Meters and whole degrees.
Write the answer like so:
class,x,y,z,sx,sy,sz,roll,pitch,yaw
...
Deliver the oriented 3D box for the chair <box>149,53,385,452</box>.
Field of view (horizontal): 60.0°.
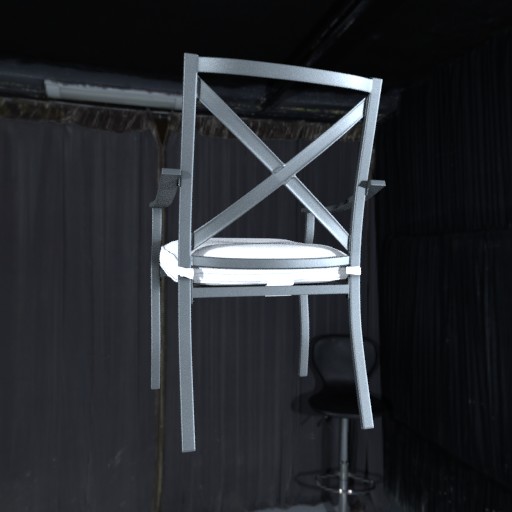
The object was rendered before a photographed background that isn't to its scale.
class,x,y,z,sx,sy,sz,roll,pitch,yaw
chair,0.000,0.000,1.291,0.575,0.889,0.620,0,0,-17
